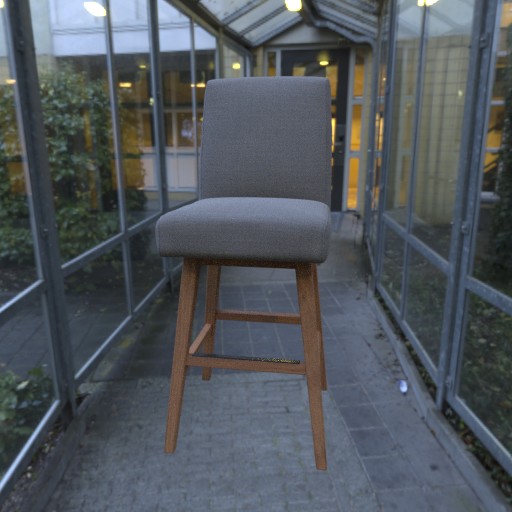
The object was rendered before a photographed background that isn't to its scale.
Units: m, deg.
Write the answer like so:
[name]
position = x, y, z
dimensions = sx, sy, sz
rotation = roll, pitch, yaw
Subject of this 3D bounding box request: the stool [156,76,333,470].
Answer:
[stool]
position = 0.000, 0.000, 1.385
dimensions = 0.483, 1.112, 0.570
rotation = 2, 15, 9
